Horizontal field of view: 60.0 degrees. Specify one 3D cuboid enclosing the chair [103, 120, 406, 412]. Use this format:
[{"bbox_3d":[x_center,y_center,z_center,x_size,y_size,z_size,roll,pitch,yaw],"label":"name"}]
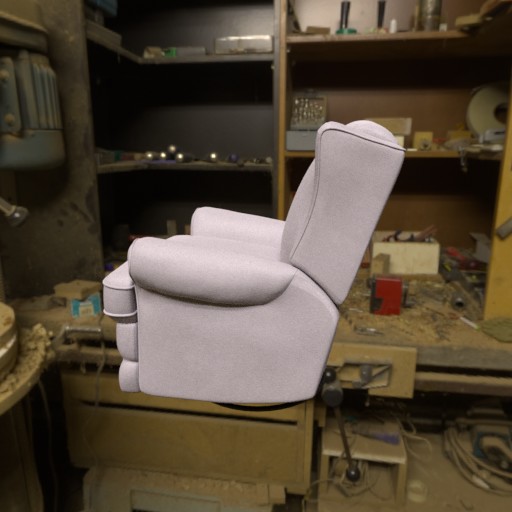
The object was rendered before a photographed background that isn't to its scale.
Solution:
[{"bbox_3d":[0.000,0.000,1.739,0.969,1.011,0.847,2,15,9],"label":"chair"}]
